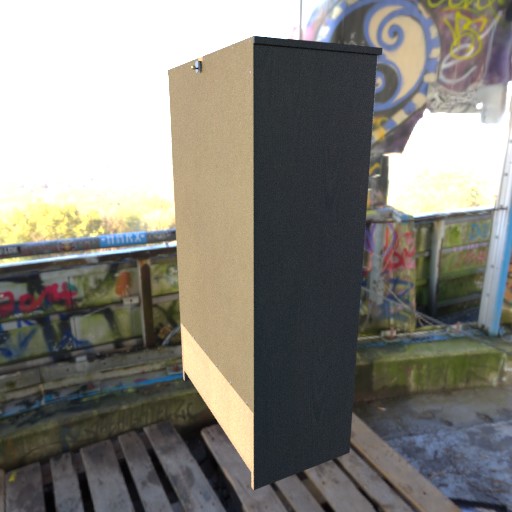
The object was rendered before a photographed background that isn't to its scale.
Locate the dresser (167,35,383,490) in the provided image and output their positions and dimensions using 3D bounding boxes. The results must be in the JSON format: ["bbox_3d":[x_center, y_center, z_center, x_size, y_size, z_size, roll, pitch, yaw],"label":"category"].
[{"bbox_3d":[0.000,0.000,1.541,0.418,1.254,0.704,-8,18,-25],"label":"dresser"}]
